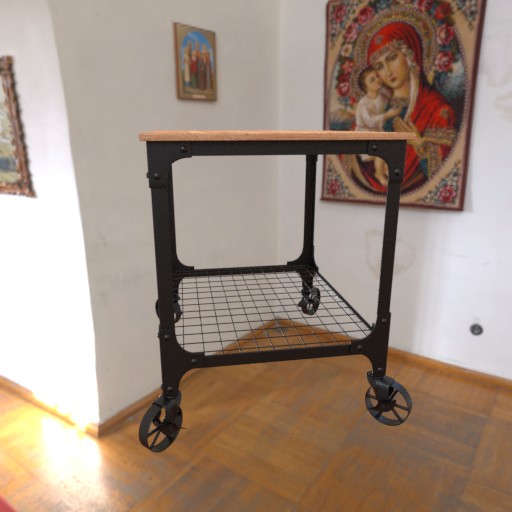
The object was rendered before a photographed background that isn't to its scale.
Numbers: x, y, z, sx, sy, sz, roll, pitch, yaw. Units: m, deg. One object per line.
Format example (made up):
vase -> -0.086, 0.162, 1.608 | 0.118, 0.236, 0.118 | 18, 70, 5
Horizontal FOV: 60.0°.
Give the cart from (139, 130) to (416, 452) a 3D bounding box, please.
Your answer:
cart -> 0.000, 0.000, 1.115 | 0.558, 0.603, 0.666 | -3, 16, -9
